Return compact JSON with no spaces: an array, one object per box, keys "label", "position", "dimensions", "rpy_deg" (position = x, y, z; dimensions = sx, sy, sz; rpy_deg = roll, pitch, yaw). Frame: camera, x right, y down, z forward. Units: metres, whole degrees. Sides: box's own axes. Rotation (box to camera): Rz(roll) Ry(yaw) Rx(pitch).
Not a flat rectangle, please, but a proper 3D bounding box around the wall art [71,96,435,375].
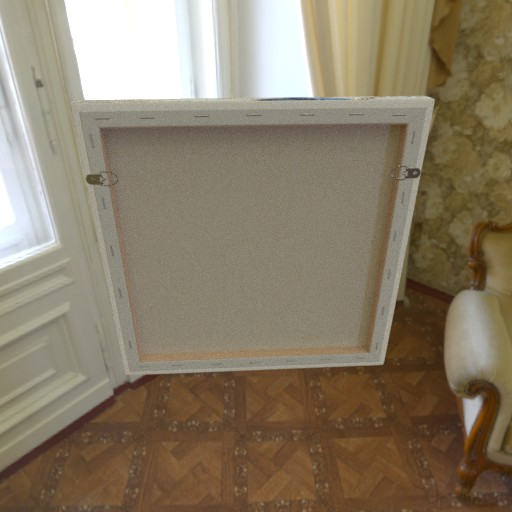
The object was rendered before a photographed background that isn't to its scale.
[{"label":"wall art","position":[0.000,0.000,1.346],"dimensions":[0.912,0.914,0.039],"rpy_deg":[-2,30,-3]}]
